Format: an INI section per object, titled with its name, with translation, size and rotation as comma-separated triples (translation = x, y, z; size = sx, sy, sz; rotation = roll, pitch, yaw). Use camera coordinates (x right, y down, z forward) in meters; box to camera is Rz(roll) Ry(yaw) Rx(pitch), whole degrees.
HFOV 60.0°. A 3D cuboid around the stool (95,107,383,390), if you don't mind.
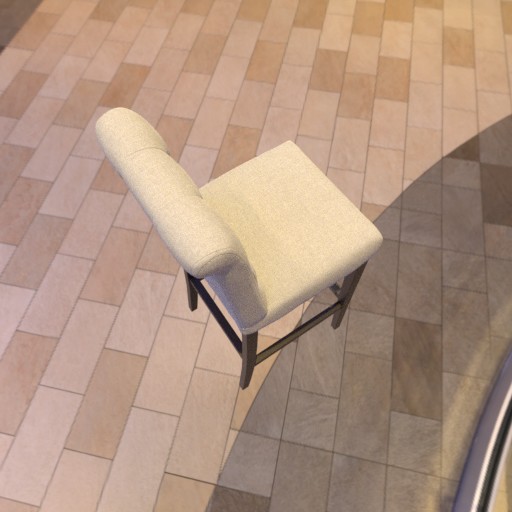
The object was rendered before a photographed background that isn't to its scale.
[stool]
translation = 0.000, 0.000, 1.452
size = 0.601, 1.140, 0.493
rotation = -30, 64, -16
